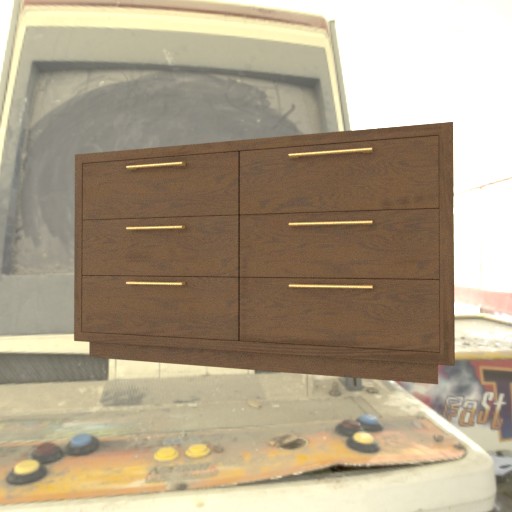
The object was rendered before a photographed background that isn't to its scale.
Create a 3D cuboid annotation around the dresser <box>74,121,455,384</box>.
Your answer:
[{"bbox_3d":[0.000,0.000,1.915,1.523,0.889,0.512,0,-1,18],"label":"dresser"}]
